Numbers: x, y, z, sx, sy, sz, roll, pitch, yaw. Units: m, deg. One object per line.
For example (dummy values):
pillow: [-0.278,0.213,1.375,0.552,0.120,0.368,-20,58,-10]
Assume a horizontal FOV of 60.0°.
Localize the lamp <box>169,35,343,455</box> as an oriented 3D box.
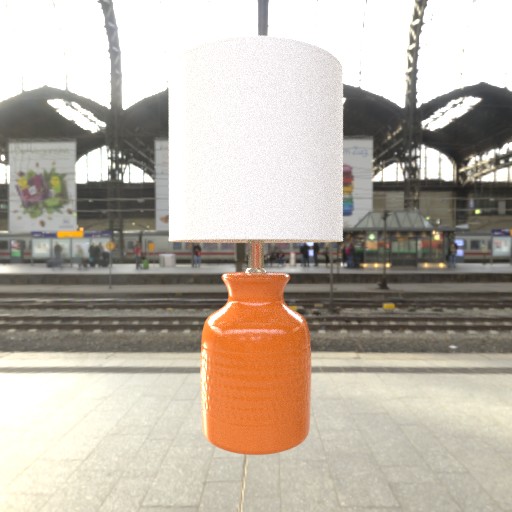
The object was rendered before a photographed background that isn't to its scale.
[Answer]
lamp: [0.000,0.000,1.084,0.418,0.871,0.418,0,1,-1]
